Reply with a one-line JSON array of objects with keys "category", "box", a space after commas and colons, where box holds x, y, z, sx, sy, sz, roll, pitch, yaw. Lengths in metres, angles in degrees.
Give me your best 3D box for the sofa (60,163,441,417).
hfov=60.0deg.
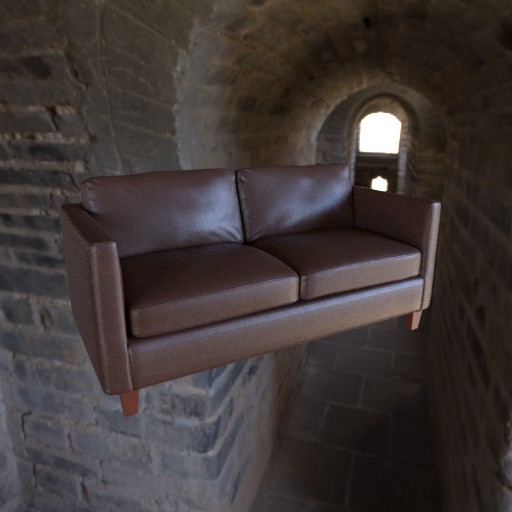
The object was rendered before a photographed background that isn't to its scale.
[{"category": "sofa", "box": [0.000, 0.000, 2.466, 1.883, 0.933, 0.951, -9, 19, -28]}]
